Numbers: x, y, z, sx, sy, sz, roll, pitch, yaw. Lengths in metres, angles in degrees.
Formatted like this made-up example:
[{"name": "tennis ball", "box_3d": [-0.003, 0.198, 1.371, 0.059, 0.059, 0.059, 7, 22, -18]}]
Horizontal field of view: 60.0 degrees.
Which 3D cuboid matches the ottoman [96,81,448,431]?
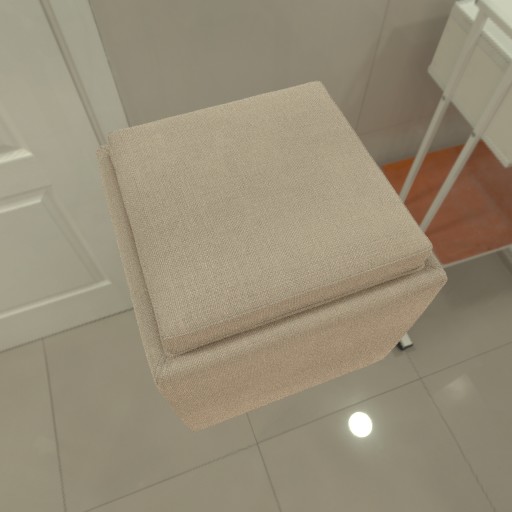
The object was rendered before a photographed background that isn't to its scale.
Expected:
[{"name": "ottoman", "box_3d": [0.000, 0.000, 0.834, 0.451, 0.460, 0.450, -18, 61, -10]}]
